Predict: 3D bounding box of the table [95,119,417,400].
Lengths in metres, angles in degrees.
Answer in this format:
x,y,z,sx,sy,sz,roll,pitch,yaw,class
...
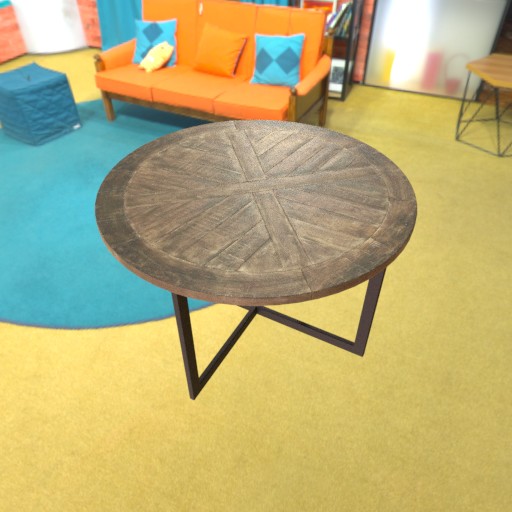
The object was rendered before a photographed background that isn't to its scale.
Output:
x,y,z,sx,sy,sz,roll,pitch,yaw,class
0.000,0.000,2.047,1.264,0.762,1.264,0,41,0,table
